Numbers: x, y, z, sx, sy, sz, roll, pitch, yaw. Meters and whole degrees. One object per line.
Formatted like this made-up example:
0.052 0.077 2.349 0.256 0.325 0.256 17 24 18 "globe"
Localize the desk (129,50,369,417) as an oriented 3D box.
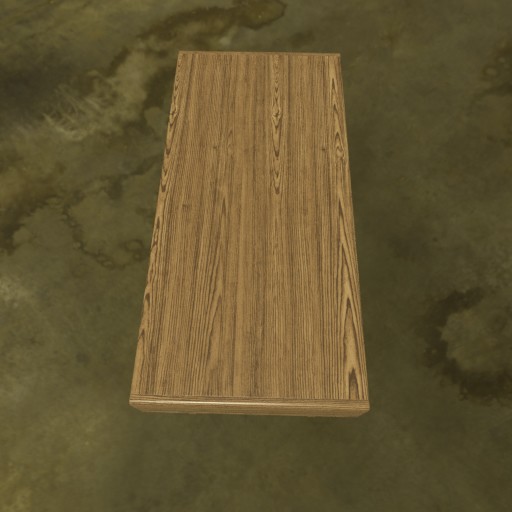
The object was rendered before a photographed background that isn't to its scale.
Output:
0.000 0.000 1.497 0.508 0.755 1.067 1 64 1 "desk"
